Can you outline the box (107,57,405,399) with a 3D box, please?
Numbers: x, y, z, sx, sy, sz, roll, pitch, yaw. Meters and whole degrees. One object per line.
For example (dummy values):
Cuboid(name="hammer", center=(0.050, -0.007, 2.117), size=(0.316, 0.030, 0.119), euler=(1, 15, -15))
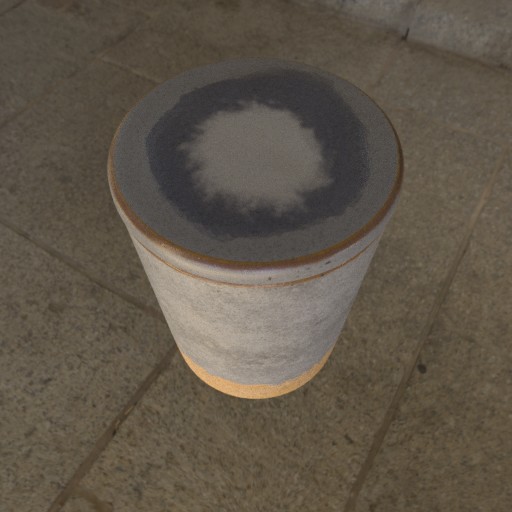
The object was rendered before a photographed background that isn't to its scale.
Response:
Cuboid(name="box", center=(0.000, 0.000, 0.245), size=(0.118, 0.168, 0.118), euler=(0, 58, 0))
